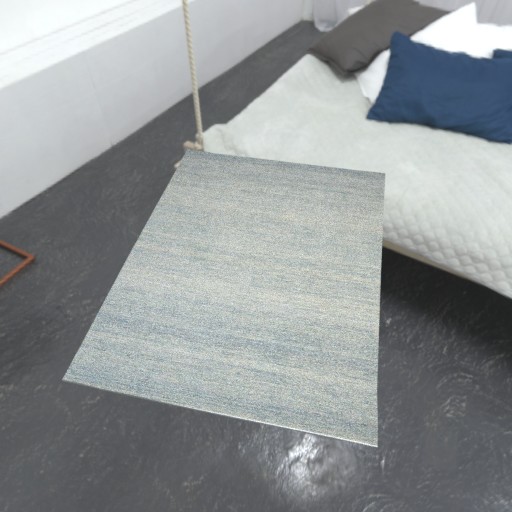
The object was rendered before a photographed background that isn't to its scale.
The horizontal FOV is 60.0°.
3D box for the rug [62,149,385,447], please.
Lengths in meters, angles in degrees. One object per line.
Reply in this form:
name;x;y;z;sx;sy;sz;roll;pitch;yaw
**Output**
rug;0.000;0.000;4.377;2.461;0.046;3.237;9;49;8
